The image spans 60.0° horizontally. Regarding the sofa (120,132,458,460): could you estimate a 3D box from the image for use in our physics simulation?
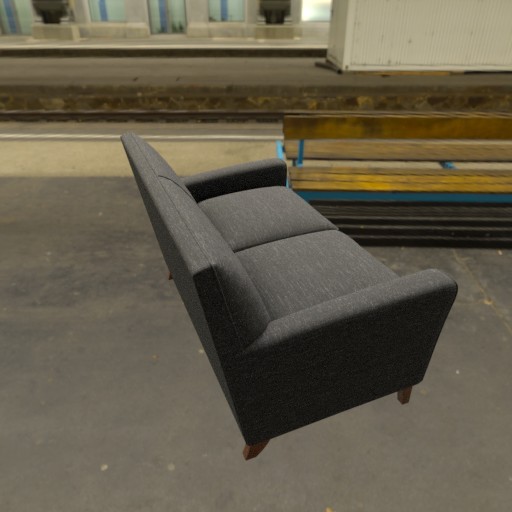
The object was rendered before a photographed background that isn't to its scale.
[{"bbox_3d":[0.000,0.000,1.950,0.875,0.846,1.420,-12,32,-19],"label":"sofa"}]
